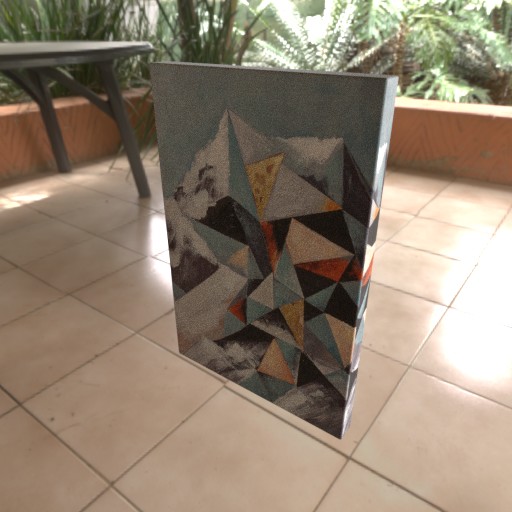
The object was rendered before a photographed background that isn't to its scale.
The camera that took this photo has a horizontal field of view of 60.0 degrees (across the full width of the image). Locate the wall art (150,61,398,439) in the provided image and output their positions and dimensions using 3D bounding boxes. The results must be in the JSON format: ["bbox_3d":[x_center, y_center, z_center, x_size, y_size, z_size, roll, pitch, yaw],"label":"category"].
[{"bbox_3d":[0.000,0.000,1.163,0.609,0.911,0.061,19,33,31],"label":"wall art"}]
